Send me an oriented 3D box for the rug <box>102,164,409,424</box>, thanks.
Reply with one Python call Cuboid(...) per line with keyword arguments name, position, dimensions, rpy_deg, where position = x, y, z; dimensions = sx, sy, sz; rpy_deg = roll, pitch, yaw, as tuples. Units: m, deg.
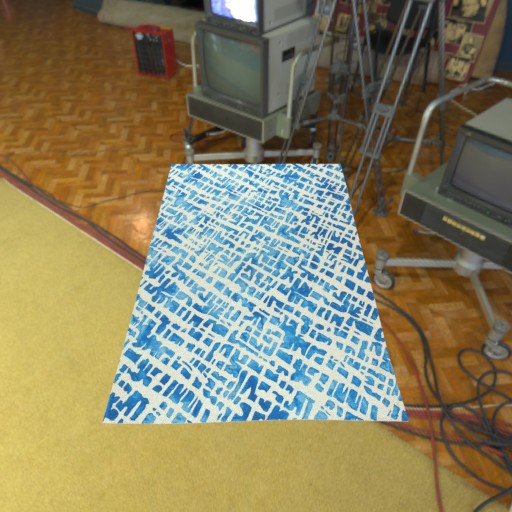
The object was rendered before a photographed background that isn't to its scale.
Cuboid(name="rug", position=(0.000, 0.000, 3.087), dimensions=(1.520, 0.011, 2.447), rpy_deg=(0, 42, 0))
